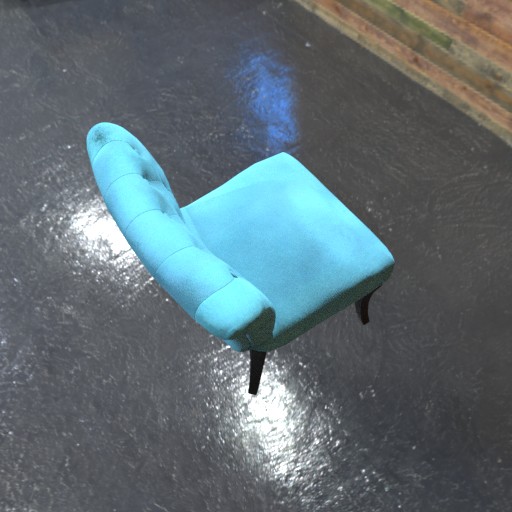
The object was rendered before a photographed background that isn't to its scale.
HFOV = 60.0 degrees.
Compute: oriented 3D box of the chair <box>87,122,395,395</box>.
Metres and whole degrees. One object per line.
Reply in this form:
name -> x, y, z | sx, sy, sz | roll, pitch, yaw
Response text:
chair -> 0.000, 0.000, 1.210 | 0.605, 0.750, 0.582 | -31, 62, -18
